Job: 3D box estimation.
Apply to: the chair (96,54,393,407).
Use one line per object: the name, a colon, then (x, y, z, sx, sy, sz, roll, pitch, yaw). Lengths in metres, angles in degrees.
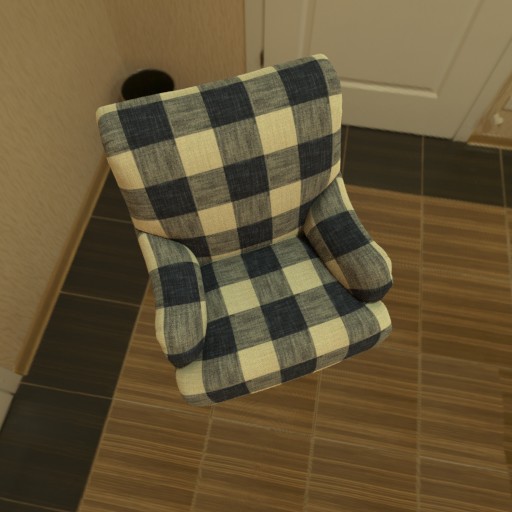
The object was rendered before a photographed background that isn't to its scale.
chair: (0.000, 0.000, 1.579, 0.781, 0.953, 0.848, -17, 65, -8)
